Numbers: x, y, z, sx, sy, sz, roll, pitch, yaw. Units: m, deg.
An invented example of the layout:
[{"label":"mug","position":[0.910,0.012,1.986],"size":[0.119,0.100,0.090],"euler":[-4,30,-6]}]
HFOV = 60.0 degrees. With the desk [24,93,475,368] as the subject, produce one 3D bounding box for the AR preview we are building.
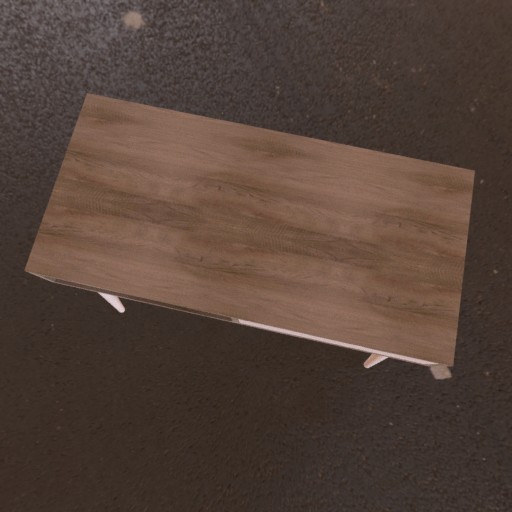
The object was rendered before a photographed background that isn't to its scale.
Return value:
[{"label":"desk","position":[0.000,0.000,1.391],"size":[0.979,0.723,0.491],"euler":[12,76,3]}]
